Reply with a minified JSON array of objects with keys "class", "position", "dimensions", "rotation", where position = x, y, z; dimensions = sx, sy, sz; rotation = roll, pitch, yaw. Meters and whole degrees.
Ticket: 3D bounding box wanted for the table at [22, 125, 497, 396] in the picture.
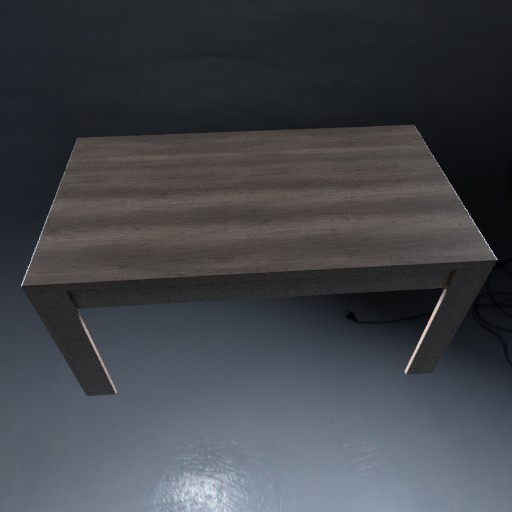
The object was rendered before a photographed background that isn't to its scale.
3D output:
[{"class":"table","position":[0.000,0.000,2.075],"dimensions":[1.600,0.775,0.900],"rotation":[-3,46,-3]}]
